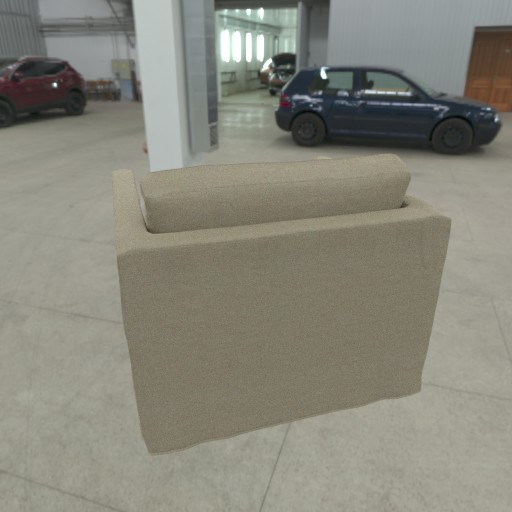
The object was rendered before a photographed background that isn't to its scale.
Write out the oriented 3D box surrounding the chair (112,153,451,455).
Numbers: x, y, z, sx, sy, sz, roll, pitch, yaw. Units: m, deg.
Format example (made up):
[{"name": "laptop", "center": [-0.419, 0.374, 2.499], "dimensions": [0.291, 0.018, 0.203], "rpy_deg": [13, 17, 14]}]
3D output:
[{"name": "chair", "center": [0.000, 0.000, 1.757], "dimensions": [1.057, 0.863, 0.949], "rpy_deg": [-7, 25, -16]}]
